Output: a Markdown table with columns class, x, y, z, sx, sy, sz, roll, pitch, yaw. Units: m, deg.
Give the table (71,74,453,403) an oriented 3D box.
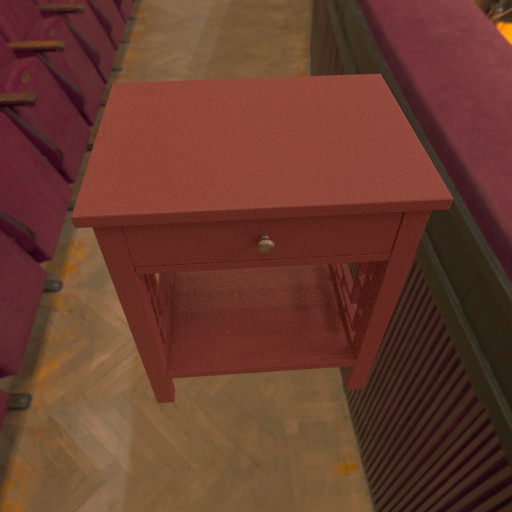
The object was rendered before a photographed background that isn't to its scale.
| class | x | y | z | sx | sy | sz | roll | pitch | yaw |
| --- | --- | --- | --- | --- | --- | --- | --- | --- | --- |
| table | 0.000 | 0.000 | 1.089 | 0.599 | 0.686 | 0.451 | -3 | 47 | -3 |
